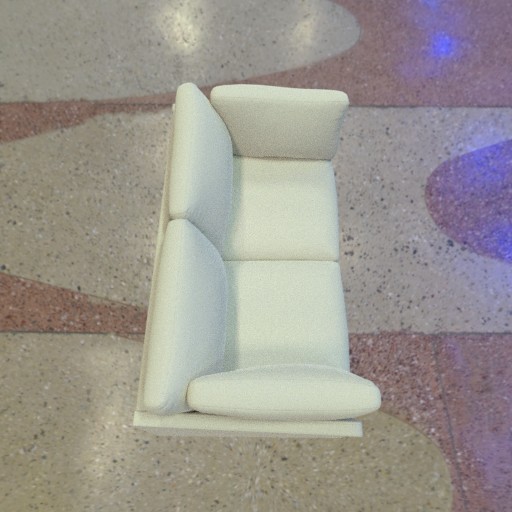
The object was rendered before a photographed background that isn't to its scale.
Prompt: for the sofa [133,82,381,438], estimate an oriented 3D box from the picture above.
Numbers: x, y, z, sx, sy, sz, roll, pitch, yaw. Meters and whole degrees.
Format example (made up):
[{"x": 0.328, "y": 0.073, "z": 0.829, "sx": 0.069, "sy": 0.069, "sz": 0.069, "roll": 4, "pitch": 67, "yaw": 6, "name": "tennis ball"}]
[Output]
[{"x": 0.000, "y": 0.000, "z": 2.323, "sx": 0.970, "sy": 0.836, "sz": 1.776, "roll": 1, "pitch": 64, "yaw": 0, "name": "sofa"}]
